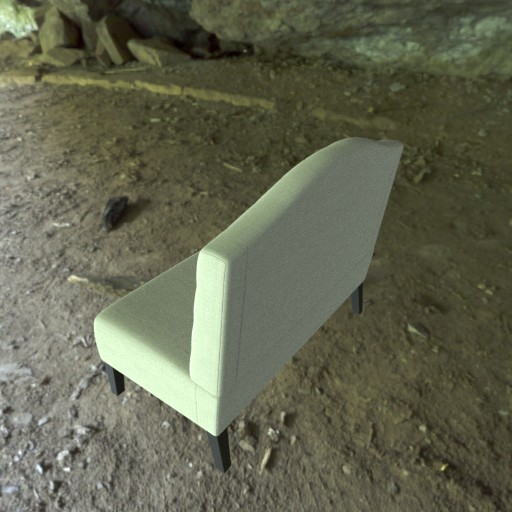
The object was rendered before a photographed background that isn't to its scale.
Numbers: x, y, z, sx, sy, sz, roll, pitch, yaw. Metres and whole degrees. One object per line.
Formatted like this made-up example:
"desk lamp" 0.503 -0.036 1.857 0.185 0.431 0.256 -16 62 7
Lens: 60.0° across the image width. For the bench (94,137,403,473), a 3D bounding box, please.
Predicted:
"bench" 0.000 0.000 2.078 0.815 1.180 1.335 21 37 30
